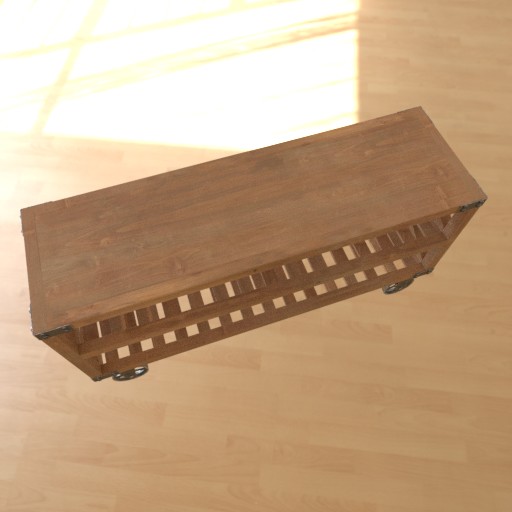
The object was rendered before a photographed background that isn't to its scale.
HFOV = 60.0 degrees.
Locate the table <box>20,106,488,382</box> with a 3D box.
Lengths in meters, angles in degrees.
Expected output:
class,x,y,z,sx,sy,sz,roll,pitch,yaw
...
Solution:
class,x,y,z,sx,sy,sz,roll,pitch,yaw
table,0.000,0.000,1.770,1.487,0.711,0.467,-17,62,-9
